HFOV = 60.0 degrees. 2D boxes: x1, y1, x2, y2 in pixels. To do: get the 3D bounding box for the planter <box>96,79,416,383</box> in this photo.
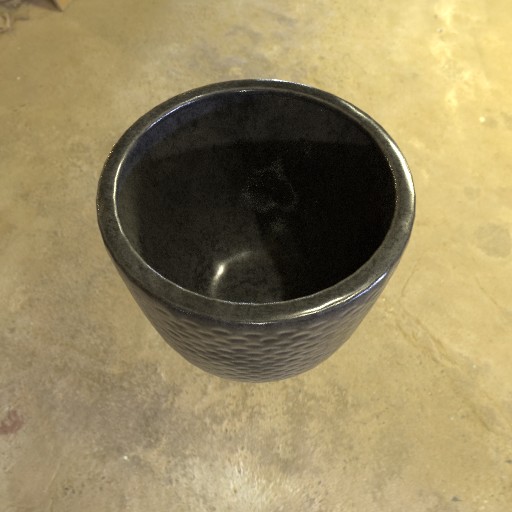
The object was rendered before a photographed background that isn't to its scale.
[{"bbox_3d":[0.000,0.000,0.247,0.140,0.129,0.140,0,58,0],"label":"planter"}]
